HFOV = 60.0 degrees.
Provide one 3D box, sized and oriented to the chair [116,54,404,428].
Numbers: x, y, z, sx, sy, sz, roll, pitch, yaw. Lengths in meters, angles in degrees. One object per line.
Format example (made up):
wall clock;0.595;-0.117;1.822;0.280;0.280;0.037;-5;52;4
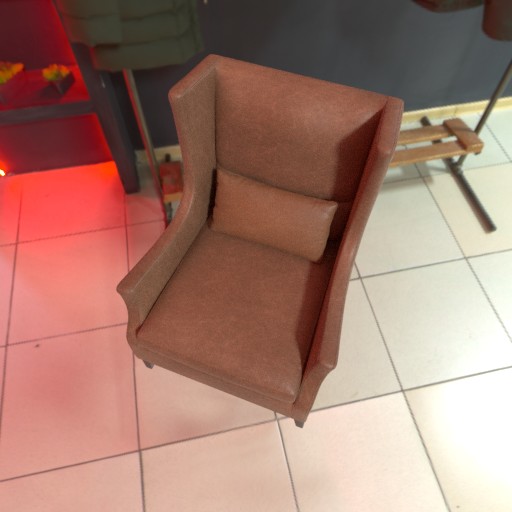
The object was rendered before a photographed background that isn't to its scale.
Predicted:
chair;0.000;0.000;1.731;0.815;1.088;0.913;18;60;11
